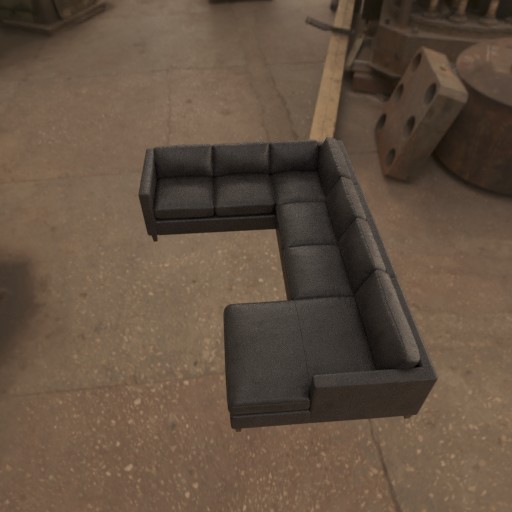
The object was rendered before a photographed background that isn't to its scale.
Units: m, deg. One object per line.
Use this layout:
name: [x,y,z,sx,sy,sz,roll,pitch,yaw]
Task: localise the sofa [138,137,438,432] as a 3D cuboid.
sofa: [0.000,0.000,4.564,2.452,0.891,3.324,-3,46,-3]
